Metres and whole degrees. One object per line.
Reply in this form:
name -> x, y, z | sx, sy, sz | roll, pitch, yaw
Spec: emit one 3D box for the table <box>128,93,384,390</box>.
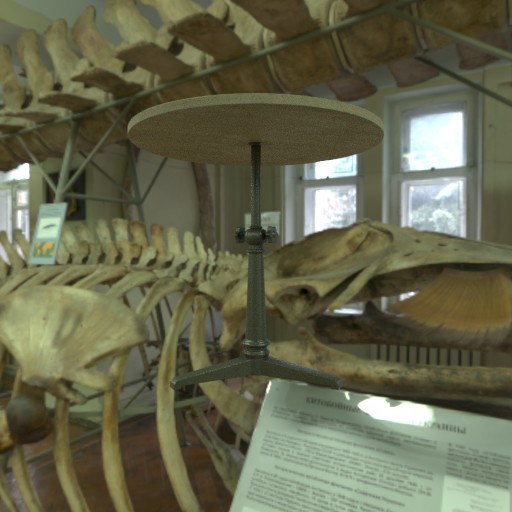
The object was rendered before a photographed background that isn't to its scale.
table -> 0.000, 0.000, 1.447 | 0.800, 0.780, 0.800 | 0, 1, 0
